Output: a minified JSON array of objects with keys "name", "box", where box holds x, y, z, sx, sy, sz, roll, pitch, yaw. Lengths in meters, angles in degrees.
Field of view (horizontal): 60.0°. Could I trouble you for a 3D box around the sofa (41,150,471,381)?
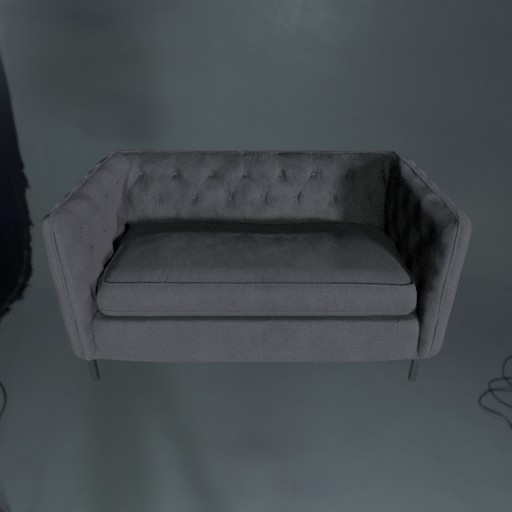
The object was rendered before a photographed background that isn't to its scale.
[{"name":"sofa","box":[0.000,0.000,2.114,1.583,0.810,0.909,0,29,0]}]
